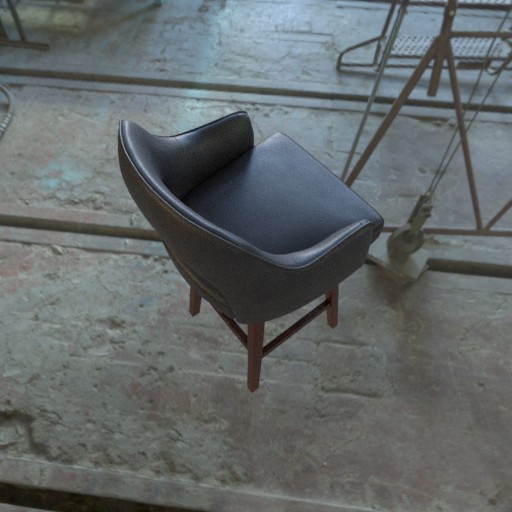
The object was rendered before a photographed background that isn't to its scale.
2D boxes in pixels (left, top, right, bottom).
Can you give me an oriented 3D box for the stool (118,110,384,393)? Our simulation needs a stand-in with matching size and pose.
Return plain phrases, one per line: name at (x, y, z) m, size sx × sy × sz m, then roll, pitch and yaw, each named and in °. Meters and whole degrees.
stool at (0.000, 0.000, 1.368) m, size 0.560 × 1.041 × 0.550 m, roll -34°, pitch 64°, yaw -19°
